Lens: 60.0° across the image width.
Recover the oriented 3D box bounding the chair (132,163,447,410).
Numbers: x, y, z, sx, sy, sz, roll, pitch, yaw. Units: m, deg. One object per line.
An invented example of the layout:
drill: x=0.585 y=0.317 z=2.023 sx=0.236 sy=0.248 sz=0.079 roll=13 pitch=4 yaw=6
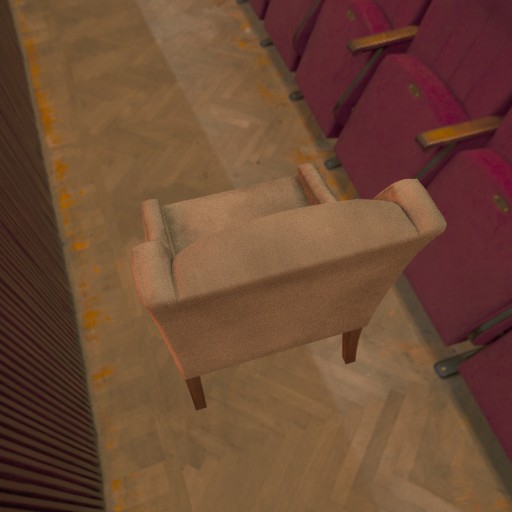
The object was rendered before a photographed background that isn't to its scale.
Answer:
chair: x=0.000 y=0.000 z=1.347 sx=0.629 sy=0.895 sz=0.629 roll=-14 pitch=58 yaw=-9
